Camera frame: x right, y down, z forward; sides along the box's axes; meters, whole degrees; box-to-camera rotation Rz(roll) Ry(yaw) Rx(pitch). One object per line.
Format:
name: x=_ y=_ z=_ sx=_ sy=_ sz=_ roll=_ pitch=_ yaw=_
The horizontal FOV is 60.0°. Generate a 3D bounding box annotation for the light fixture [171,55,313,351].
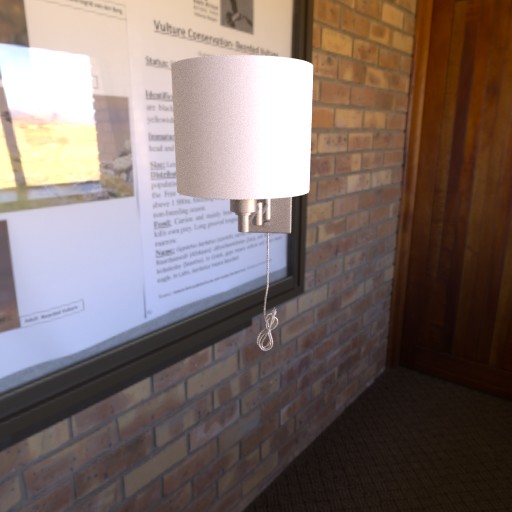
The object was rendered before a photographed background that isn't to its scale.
light fixture: x=0.000 y=0.000 z=0.877 sx=0.203 sy=0.651 sz=0.516 roll=2 pitch=15 yaw=7
